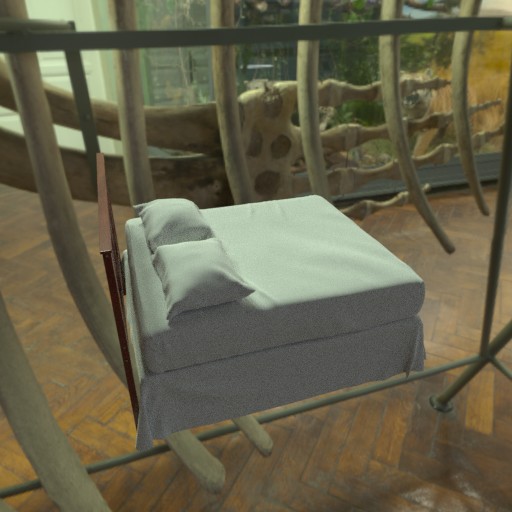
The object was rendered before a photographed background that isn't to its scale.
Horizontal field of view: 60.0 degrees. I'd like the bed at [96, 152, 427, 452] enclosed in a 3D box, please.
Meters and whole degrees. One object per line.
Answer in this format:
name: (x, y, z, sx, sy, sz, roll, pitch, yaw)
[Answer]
bed: (0.000, 0.000, 3.281, 2.050, 1.270, 1.870, -9, 31, -16)
